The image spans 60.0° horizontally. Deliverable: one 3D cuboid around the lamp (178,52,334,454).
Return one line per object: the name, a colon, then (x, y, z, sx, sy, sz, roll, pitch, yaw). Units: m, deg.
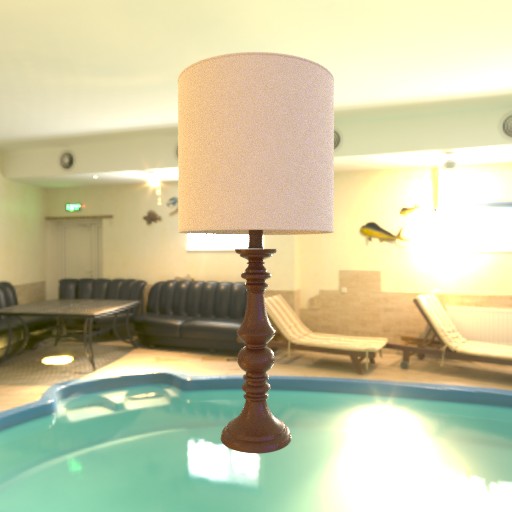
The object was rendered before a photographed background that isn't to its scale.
lamp: (0.000, 0.000, 0.724, 0.250, 0.597, 0.250, 0, 1, 0)
